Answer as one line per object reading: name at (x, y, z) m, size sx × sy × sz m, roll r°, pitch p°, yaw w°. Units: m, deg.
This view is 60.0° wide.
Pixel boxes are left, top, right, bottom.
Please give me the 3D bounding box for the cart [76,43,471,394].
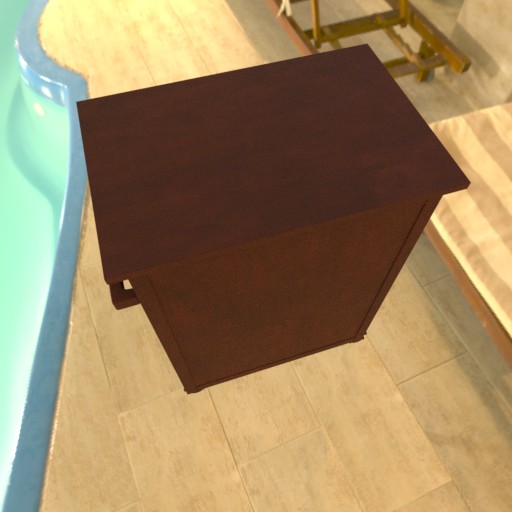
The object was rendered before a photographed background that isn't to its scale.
cart at (0.000, 0.000, 1.233) m, size 0.683 × 0.864 × 0.442 m, roll -15°, pitch 60°, yaw -9°
